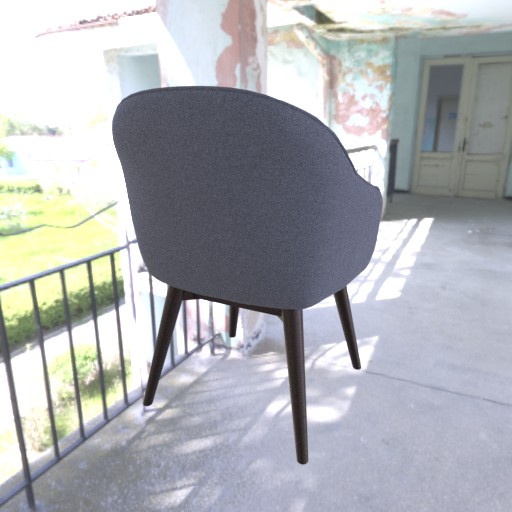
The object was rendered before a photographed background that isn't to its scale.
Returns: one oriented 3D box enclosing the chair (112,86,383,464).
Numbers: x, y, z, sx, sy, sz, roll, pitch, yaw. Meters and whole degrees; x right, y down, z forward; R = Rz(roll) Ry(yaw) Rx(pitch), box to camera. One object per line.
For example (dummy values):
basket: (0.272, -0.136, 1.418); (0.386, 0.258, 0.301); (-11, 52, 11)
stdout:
chair: (0.000, 0.000, 1.182); (0.589, 0.810, 0.611); (9, 19, 27)
